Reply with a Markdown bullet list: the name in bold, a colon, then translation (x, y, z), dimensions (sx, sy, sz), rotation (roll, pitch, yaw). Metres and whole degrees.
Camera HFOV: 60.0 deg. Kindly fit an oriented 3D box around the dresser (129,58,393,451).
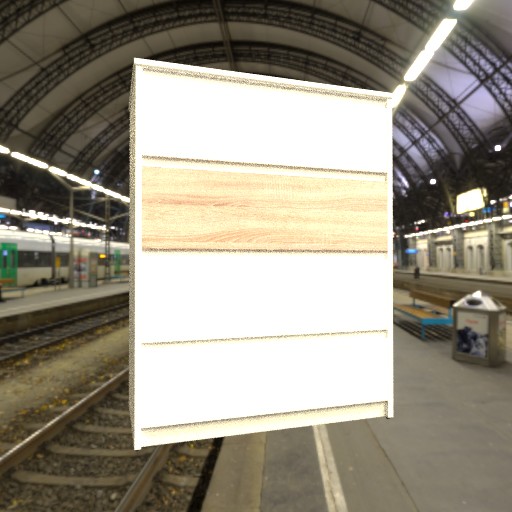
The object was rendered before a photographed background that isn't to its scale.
- **dresser**: translation (0.000, 0.000, 1.468), dimensions (0.800, 1.040, 0.380), rotation (0, -1, -18)
